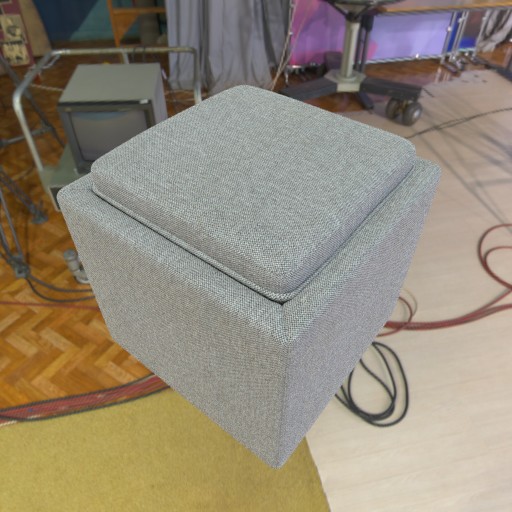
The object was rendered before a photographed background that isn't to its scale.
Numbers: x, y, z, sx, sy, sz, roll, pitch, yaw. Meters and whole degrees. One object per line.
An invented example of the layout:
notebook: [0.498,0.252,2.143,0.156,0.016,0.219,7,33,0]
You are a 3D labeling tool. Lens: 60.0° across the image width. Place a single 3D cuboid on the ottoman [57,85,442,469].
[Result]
ottoman: [0.000,0.000,0.826,0.450,0.460,0.450,29,52,26]
